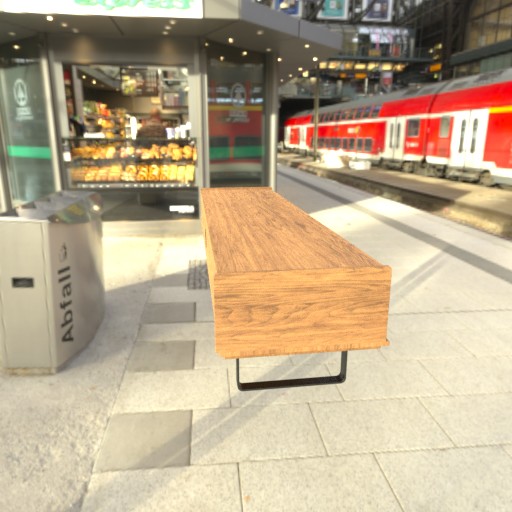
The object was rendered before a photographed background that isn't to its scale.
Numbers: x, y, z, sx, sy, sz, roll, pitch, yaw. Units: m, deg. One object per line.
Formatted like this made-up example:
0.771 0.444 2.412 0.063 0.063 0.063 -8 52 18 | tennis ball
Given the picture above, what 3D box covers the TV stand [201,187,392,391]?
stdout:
0.000 0.000 2.015 0.467 0.415 1.796 -2 15 -8 | TV stand
